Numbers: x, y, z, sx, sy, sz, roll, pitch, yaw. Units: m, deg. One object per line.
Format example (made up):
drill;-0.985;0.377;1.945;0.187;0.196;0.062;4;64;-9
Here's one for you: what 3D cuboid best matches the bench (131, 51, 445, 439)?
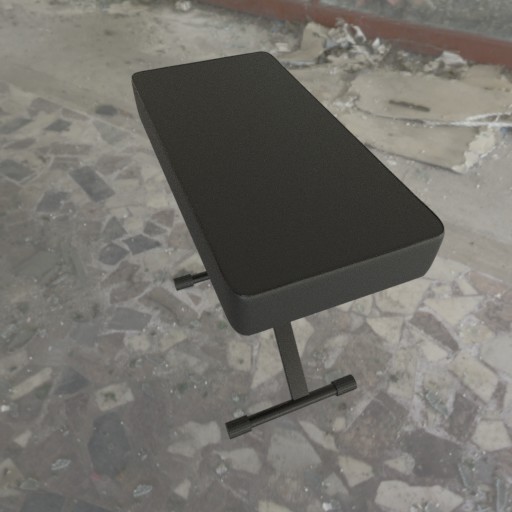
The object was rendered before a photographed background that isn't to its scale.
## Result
bench;0.000;0.000;0.910;0.300;0.561;0.600;-16;49;-15
